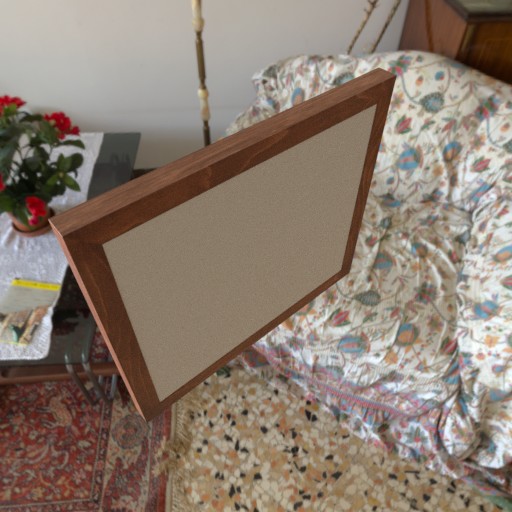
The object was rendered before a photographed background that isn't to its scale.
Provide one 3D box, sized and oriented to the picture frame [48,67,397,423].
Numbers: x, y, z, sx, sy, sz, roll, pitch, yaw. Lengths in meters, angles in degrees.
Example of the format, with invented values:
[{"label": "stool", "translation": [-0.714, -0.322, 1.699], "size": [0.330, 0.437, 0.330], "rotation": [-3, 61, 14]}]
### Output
[{"label": "picture frame", "translation": [0.000, 0.000, 0.524], "size": [0.381, 0.330, 0.025], "rotation": [-32, 55, -26]}]
